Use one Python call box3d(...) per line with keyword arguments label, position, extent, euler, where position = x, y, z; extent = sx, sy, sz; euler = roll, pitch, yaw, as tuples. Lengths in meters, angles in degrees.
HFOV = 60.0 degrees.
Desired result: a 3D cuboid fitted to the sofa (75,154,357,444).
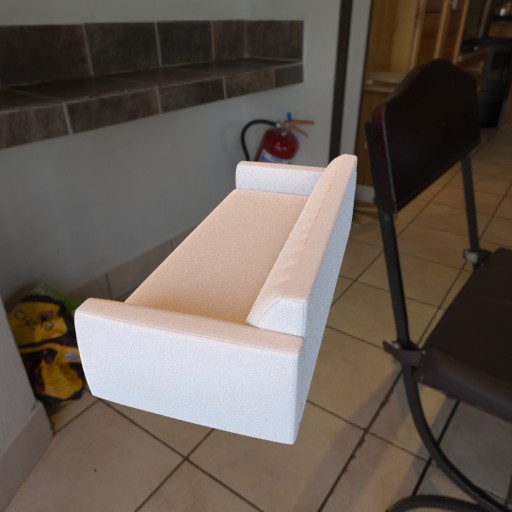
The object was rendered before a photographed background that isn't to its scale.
box3d(label="sofa", position=(0.000, 0.000, 2.754), extent=(0.990, 0.821, 2.291), euler=(8, 30, 14))
